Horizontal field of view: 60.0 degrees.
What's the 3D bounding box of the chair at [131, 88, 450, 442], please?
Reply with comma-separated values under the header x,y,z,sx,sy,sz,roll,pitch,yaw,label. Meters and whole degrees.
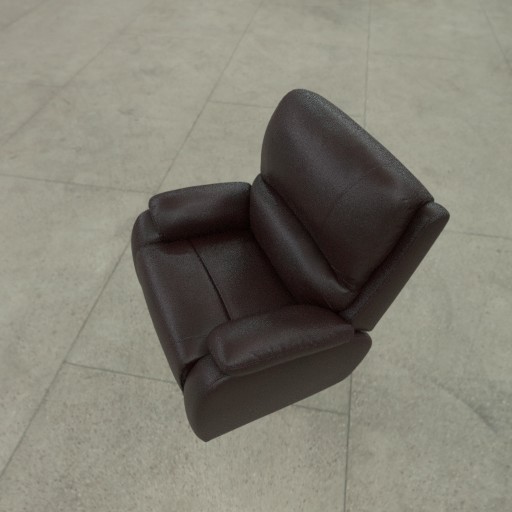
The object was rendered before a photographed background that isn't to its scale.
x,y,z,sx,sy,sz,roll,pitch,yaw,label
0.000,0.000,1.745,0.899,1.011,0.930,-18,49,-16,chair
